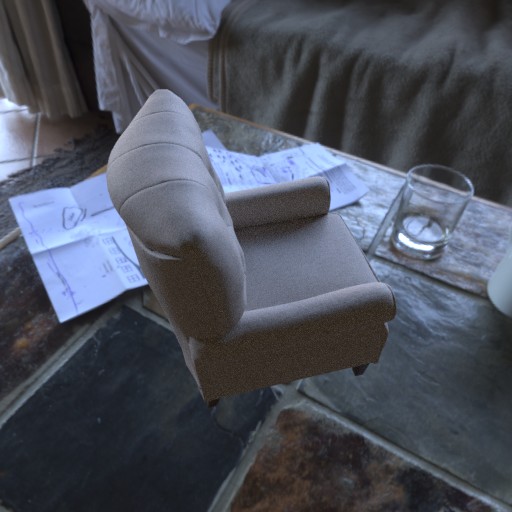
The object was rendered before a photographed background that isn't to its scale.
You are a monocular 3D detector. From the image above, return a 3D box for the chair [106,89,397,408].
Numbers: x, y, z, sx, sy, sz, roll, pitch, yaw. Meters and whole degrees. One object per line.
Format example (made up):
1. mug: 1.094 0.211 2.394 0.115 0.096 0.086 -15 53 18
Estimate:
1. chair: 0.000 0.000 1.925 1.025 1.209 0.942 -10 47 -9
